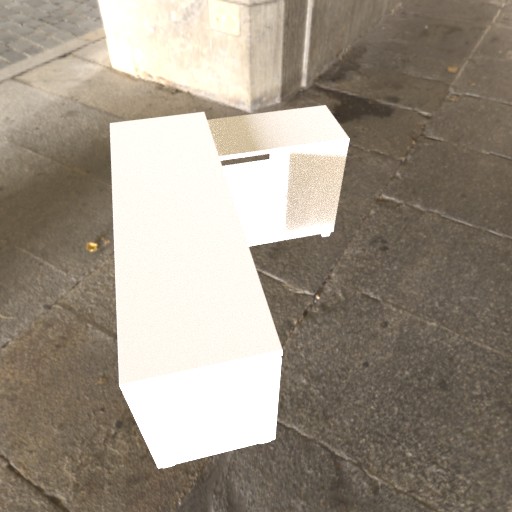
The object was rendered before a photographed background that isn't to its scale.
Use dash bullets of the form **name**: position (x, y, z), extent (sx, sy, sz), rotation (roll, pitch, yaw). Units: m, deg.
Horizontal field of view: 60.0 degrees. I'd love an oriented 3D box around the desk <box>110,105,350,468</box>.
- **desk**: position (0.000, 0.000, 2.183), extent (1.199, 0.759, 1.524), rotation (-10, 47, -9)
